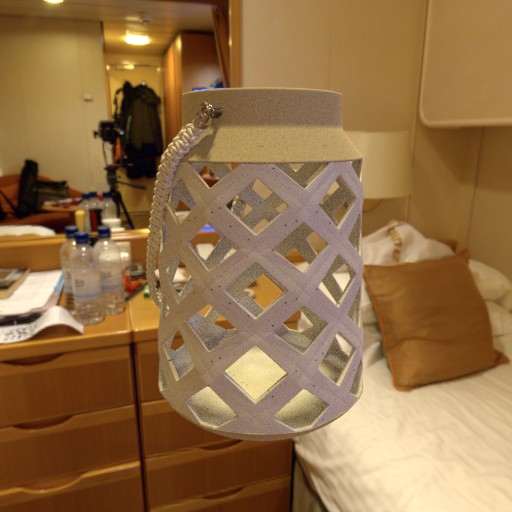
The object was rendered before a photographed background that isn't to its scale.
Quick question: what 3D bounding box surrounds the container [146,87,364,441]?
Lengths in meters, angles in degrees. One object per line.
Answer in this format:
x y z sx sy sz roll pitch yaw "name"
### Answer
0.000 0.000 0.387 0.198 0.264 0.188 7 17 25 "container"
